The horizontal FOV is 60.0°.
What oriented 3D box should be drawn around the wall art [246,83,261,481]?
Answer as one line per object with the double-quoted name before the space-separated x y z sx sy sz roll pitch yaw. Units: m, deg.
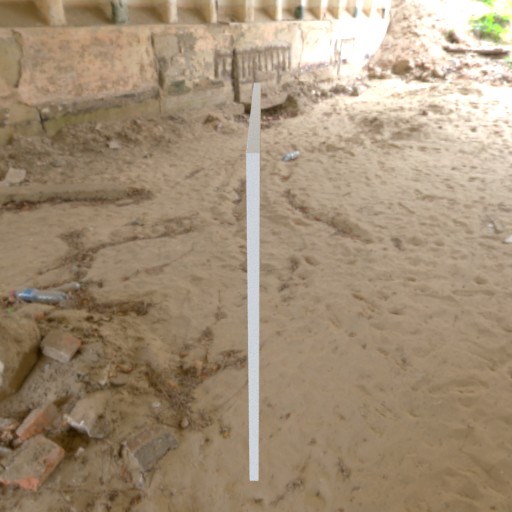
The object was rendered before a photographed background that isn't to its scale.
"wall art" 0.000 0.000 0.703 0.012 0.457 0.457 0 29 1
